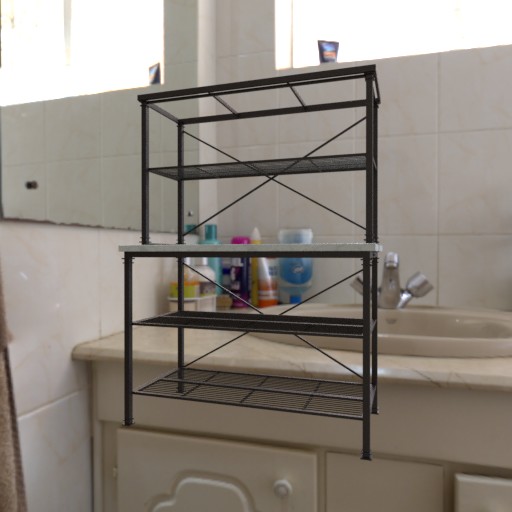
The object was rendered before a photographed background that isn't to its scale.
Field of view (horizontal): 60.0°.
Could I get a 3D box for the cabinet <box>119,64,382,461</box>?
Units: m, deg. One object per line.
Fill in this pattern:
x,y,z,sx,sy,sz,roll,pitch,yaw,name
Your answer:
0.000,0.000,2.246,1.210,1.659,0.610,0,0,18,cabinet
